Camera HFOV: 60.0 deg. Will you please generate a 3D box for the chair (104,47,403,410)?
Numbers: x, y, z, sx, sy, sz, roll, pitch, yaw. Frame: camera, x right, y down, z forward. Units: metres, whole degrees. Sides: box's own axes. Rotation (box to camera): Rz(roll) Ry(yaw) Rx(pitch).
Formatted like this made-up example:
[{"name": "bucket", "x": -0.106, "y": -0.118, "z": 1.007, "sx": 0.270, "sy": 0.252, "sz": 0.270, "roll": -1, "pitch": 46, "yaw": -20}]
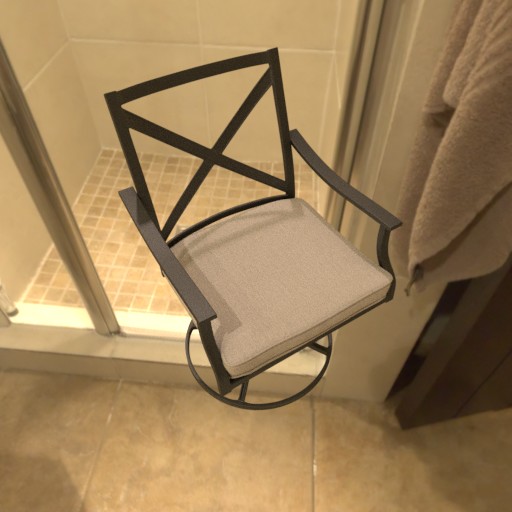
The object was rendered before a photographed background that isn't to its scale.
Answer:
[{"name": "chair", "x": 0.000, "y": 0.000, "z": 1.294, "sx": 0.575, "sy": 0.889, "sz": 0.620, "roll": -25, "pitch": 53, "yaw": -21}]
